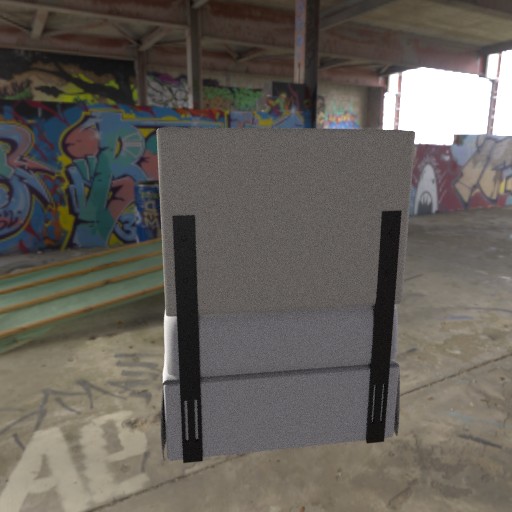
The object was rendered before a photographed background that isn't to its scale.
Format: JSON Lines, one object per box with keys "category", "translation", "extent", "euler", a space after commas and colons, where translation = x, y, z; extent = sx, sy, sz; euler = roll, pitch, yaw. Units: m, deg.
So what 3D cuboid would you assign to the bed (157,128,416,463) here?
{"category": "bed", "translation": [0.000, 0.000, 2.998], "extent": [1.261, 1.571, 1.997], "euler": [-2, 13, -9]}
